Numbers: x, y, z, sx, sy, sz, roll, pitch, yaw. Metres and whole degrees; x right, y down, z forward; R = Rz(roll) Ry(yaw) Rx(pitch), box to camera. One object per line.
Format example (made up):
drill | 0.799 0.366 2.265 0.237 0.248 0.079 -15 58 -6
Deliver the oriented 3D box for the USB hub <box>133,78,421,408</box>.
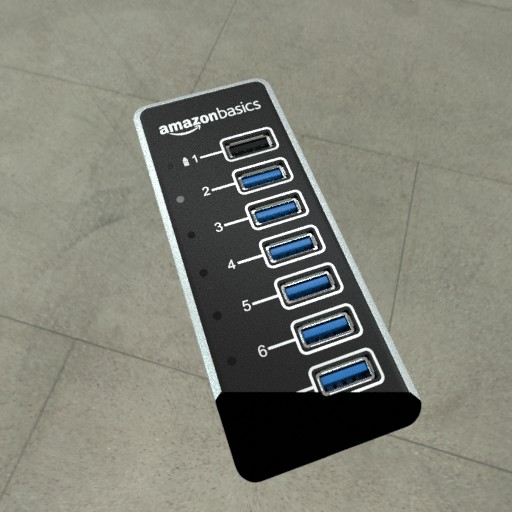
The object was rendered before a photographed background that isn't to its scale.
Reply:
USB hub | 0.000 0.000 0.127 0.044 0.023 0.110 -17 66 -8
